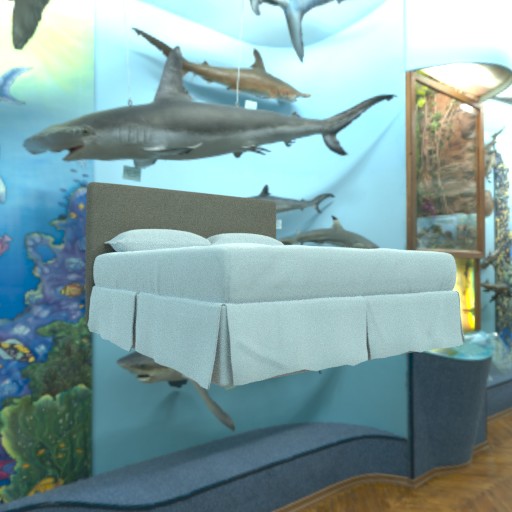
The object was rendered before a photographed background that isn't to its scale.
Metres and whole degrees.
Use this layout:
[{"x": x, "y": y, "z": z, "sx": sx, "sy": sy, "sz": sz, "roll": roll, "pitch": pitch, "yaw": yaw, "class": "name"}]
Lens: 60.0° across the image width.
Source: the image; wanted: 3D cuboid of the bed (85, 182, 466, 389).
[{"x": 0.000, "y": 0.000, "z": 3.509, "sx": 2.119, "sy": 1.317, "sz": 2.341, "roll": 1, "pitch": -2, "yaw": -35, "class": "bed"}]
